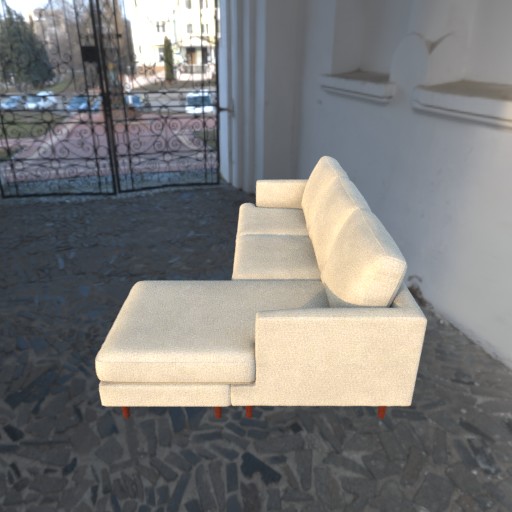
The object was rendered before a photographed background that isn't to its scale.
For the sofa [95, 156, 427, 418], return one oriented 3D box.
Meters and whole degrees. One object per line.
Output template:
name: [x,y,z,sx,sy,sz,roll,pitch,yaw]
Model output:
sofa: [0.000,0.000,3.021,1.504,0.956,2.233,0,25,0]
